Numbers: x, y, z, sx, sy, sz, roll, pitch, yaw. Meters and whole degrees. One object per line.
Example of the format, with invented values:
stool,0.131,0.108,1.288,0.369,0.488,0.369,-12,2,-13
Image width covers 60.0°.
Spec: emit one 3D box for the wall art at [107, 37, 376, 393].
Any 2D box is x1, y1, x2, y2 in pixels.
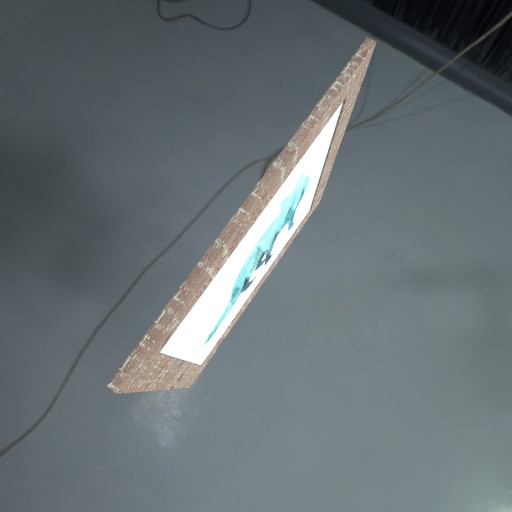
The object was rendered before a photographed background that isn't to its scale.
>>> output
wall art,0.000,0.000,0.560,0.012,0.384,0.384,33,77,9
